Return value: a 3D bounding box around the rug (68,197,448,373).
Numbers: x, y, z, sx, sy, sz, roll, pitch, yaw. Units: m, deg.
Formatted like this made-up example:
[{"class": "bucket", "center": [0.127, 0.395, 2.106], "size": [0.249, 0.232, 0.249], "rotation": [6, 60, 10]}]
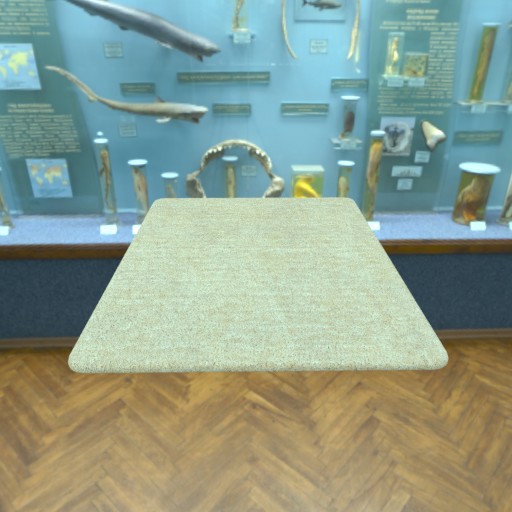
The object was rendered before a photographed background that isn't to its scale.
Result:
[{"class": "rug", "center": [0.000, 0.000, 3.392], "size": [2.009, 0.048, 2.528], "rotation": [0, 27, -1]}]
